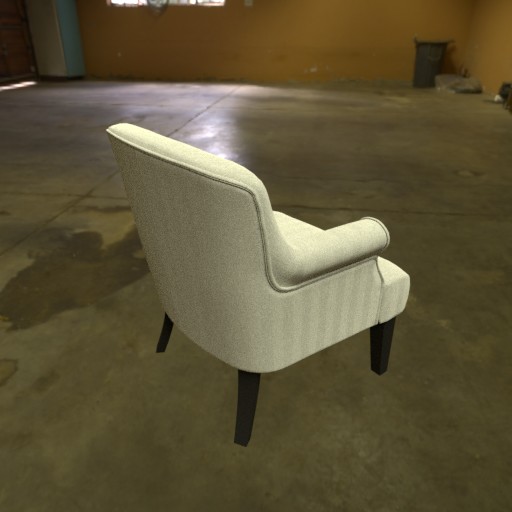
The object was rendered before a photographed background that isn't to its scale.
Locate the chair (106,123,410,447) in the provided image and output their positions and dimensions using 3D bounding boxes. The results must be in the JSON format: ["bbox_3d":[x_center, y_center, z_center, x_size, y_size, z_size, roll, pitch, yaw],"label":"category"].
[{"bbox_3d":[0.000,0.000,1.474,0.750,0.875,0.781,-19,32,-33],"label":"chair"}]
